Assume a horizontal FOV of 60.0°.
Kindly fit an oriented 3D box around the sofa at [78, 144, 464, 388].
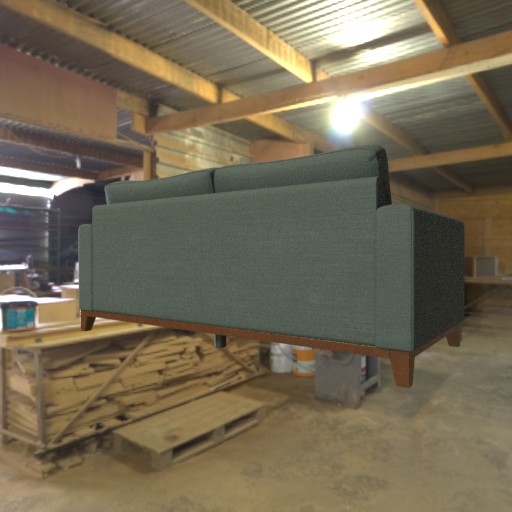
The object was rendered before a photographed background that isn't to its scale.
[{"bbox_3d":[0.000,0.000,2.356,1.900,0.865,0.877,0,1,36],"label":"sofa"}]
